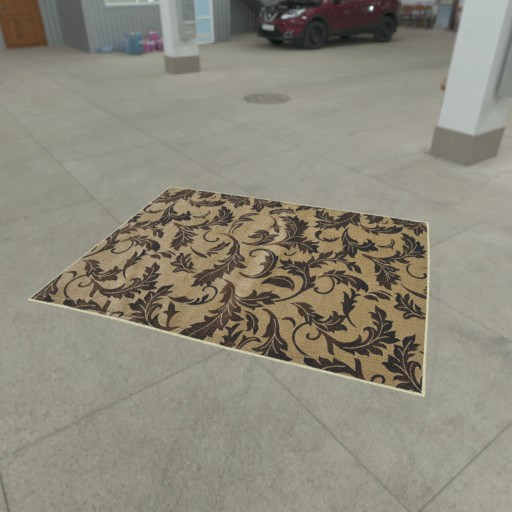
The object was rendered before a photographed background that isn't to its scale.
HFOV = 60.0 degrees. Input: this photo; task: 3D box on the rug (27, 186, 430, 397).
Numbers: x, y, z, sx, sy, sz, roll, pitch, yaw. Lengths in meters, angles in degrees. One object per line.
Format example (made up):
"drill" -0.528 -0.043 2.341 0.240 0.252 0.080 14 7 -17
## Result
"rug" 0.000 0.000 4.011 2.977 0.008 2.380 10 33 16
